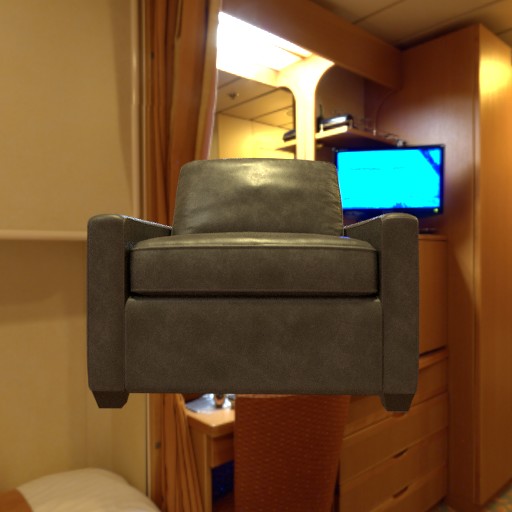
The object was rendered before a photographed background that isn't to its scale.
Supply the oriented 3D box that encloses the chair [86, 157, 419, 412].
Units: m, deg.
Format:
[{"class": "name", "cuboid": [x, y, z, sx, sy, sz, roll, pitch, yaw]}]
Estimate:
[{"class": "chair", "cuboid": [0.000, 0.000, 1.760, 1.006, 0.916, 0.939, 0, 1, 2]}]
